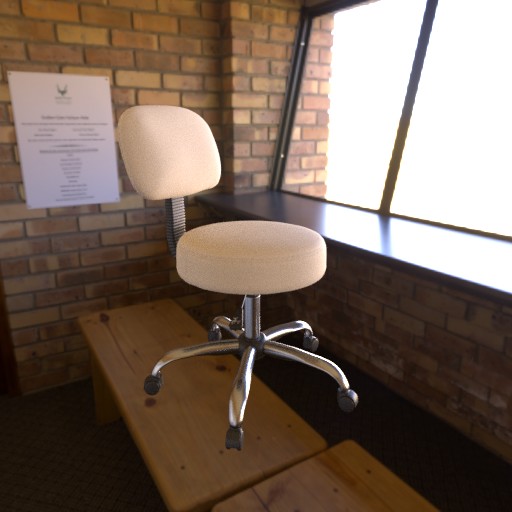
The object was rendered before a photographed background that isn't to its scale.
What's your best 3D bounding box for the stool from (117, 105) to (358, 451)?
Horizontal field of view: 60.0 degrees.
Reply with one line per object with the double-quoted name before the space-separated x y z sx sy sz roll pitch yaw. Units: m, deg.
"stool" 0.000 0.000 1.239 0.616 0.810 0.609 8 18 25
